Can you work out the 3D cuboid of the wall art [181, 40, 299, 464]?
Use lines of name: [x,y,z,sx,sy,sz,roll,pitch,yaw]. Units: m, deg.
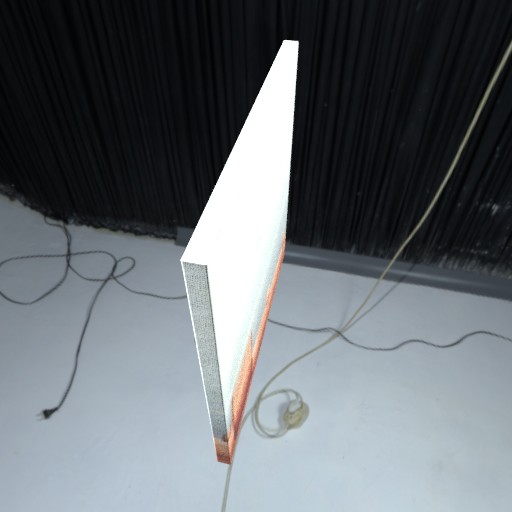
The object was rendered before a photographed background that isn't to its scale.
wall art: [0.000,0.000,1.114,0.042,0.760,0.760,9,47,9]
